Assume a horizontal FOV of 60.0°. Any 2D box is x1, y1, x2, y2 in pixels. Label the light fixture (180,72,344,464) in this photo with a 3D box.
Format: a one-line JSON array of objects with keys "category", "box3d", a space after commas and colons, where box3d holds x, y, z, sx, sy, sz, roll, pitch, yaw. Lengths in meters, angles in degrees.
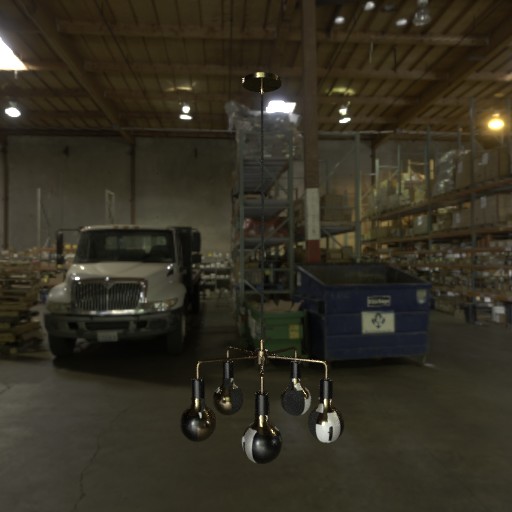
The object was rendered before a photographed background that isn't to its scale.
[{"category": "light fixture", "box3d": [0.000, 0.000, 1.238, 0.421, 0.988, 0.438, 0, -1, -17]}]
